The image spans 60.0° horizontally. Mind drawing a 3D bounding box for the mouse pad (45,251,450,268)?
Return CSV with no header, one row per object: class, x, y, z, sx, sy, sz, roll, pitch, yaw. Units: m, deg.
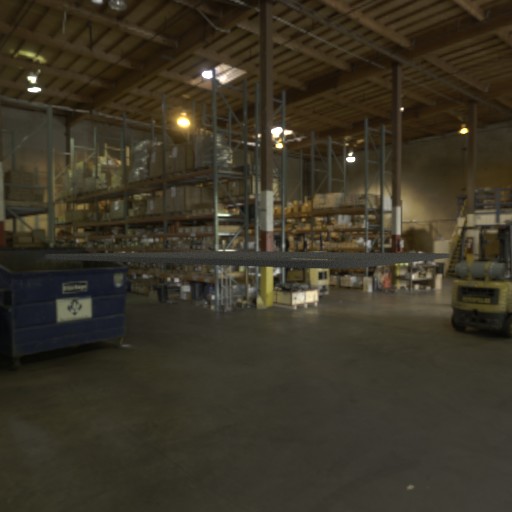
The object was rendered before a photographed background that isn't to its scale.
mouse pad,0.000,0.000,0.321,0.229,0.003,0.203,1,2,35
